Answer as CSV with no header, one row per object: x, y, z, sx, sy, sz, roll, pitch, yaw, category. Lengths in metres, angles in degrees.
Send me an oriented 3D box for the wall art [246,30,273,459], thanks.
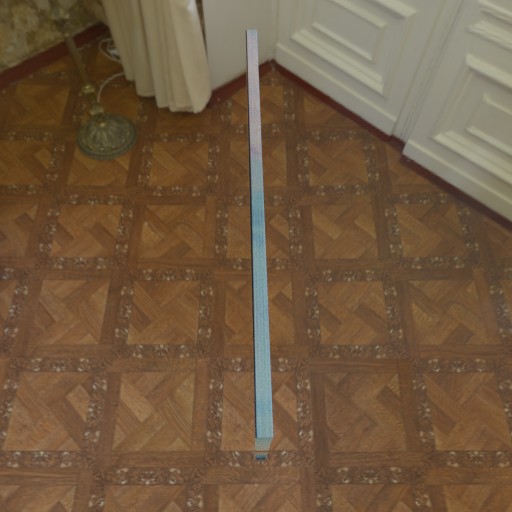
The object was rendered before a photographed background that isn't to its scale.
0.000,0.000,1.404,0.034,0.756,1.137,-1,63,-1,wall art
